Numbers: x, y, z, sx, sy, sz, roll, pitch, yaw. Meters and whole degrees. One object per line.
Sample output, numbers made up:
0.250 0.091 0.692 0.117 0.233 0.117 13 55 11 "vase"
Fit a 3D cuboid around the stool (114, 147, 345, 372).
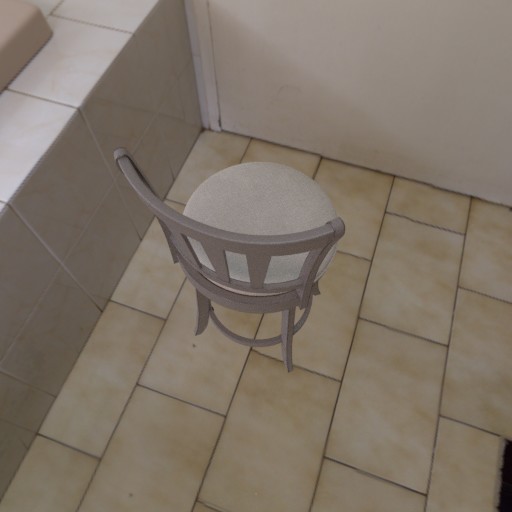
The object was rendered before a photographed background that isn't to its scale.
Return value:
0.000 0.000 1.269 0.436 1.023 0.475 19 64 10 "stool"
